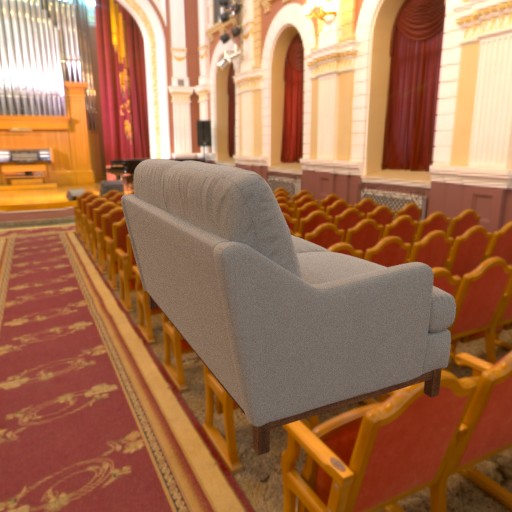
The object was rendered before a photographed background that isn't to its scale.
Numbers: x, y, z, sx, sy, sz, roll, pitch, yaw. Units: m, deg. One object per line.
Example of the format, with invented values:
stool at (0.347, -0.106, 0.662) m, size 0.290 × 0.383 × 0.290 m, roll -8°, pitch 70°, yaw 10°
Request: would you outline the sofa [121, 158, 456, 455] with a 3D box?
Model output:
sofa at (0.000, 0.000, 2.153) m, size 0.987 × 0.921 × 1.589 m, roll -7°, pitch 15°, yaw -25°
